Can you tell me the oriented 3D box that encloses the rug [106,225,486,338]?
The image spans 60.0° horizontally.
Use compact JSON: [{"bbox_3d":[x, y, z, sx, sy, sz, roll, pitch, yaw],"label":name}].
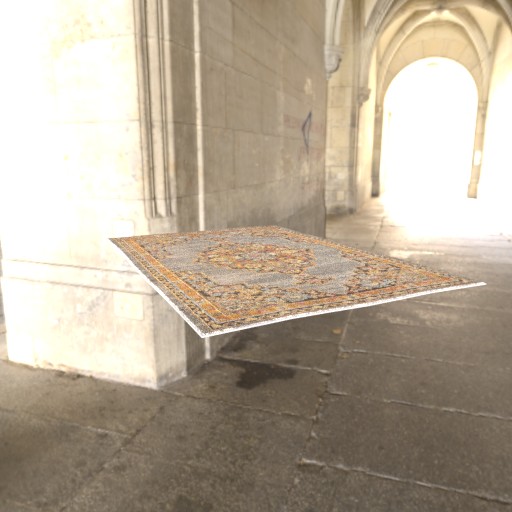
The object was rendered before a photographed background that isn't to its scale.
[{"bbox_3d":[0.000,0.000,4.029,2.158,0.024,3.063,-6,14,-26],"label":"rug"}]
